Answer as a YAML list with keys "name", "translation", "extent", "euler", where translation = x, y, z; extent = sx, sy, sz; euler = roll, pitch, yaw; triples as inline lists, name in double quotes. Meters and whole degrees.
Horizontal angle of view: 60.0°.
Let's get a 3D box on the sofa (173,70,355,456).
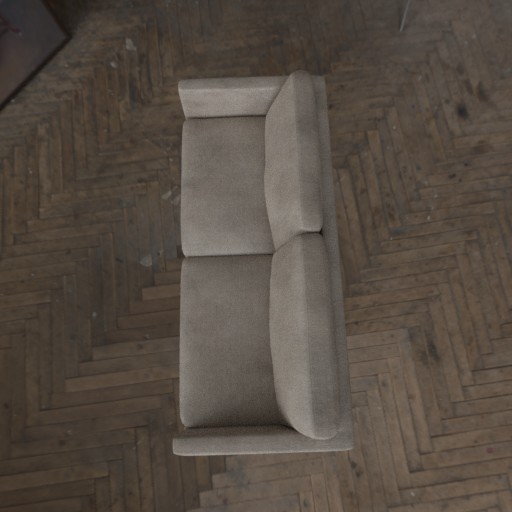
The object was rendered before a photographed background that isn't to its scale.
- name: "sofa"
  translation: [0.000, 0.000, 2.760]
  extent: [0.951, 0.965, 2.208]
  euler: [-2, 75, 0]
